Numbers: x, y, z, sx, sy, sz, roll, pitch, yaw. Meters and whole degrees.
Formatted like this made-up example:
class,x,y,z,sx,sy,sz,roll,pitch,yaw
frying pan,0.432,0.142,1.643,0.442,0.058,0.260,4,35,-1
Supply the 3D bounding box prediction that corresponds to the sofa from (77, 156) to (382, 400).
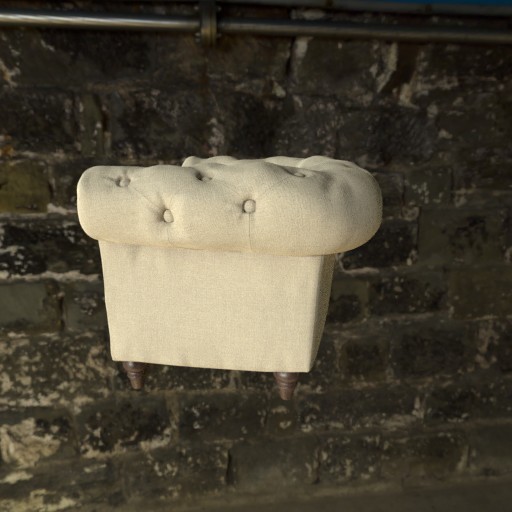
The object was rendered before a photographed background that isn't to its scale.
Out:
class,x,y,z,sx,sy,sz,roll,pitch,yaw
sofa,0.000,0.000,2.017,1.034,0.878,1.405,2,14,7
